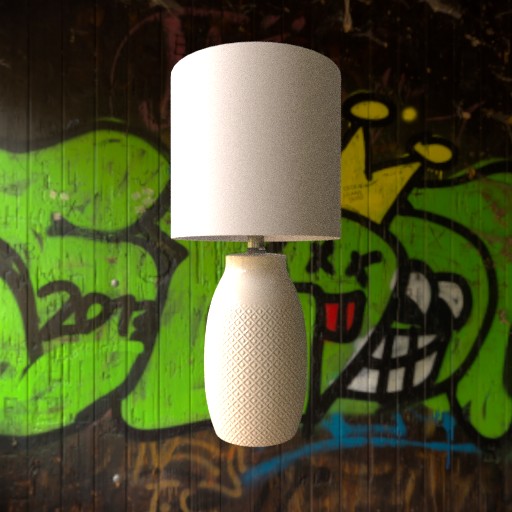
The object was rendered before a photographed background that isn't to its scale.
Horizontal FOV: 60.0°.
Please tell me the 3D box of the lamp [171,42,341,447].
[{"bbox_3d":[0.000,0.000,0.576,0.217,0.453,0.217,0,0,-35],"label":"lamp"}]
